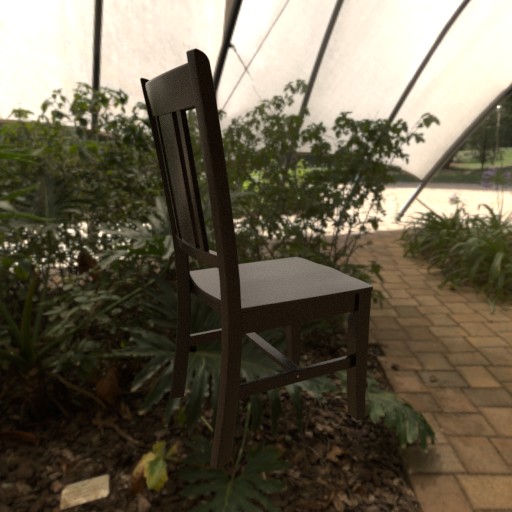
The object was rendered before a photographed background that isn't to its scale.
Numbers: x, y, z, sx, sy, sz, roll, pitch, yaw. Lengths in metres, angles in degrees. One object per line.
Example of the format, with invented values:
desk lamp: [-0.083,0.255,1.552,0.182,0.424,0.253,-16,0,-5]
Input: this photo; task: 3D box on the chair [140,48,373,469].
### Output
chair: [0.000,0.000,1.299,0.555,0.998,0.450,-7,15,-27]
